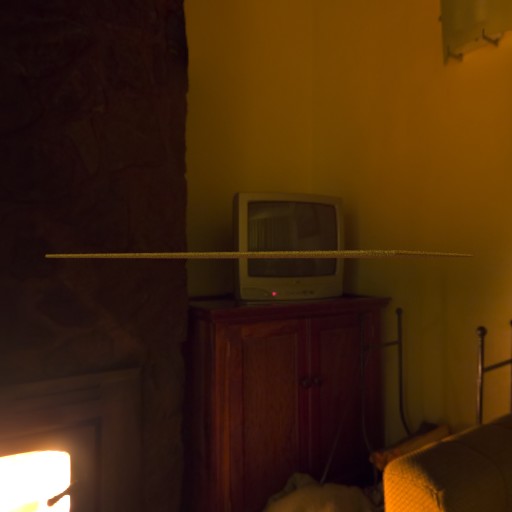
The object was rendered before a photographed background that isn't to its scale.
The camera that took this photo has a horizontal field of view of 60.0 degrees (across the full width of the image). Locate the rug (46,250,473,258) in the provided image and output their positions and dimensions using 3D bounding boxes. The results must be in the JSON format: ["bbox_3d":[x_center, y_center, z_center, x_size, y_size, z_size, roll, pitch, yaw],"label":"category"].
[{"bbox_3d":[0.000,0.000,2.273,1.829,0.016,1.219,0,-1,35],"label":"rug"}]
